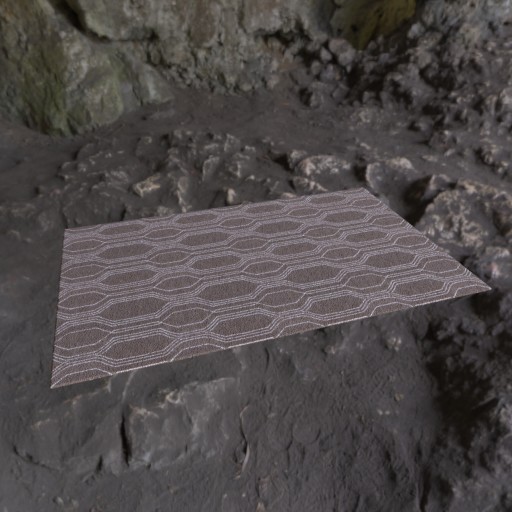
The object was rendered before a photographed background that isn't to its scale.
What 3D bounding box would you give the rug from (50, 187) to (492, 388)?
[{"bbox_3d":[0.000,0.000,2.938,2.457,0.012,1.541,-10,34,-15],"label":"rug"}]
